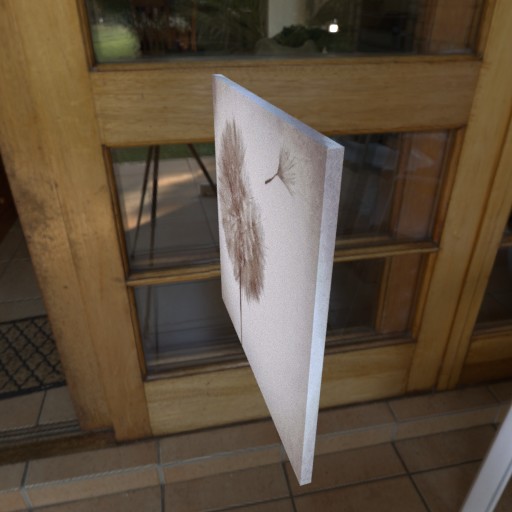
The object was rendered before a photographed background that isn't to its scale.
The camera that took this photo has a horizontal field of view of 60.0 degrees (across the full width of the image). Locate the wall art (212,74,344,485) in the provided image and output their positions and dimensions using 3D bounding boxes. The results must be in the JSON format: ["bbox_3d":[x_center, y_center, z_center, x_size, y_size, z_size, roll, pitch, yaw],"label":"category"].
[{"bbox_3d":[0.000,0.000,1.121,0.027,0.762,0.762,-9,31,-15],"label":"wall art"}]
